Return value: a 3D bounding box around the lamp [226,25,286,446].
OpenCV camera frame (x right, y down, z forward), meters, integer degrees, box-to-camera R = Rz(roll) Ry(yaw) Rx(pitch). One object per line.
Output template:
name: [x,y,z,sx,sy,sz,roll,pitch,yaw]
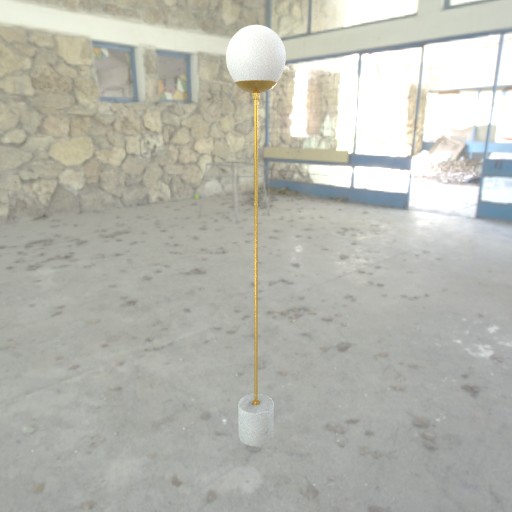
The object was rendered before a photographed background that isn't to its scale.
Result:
lamp: [0.000,0.000,1.857,0.224,1.753,0.224,-14,21,-41]
